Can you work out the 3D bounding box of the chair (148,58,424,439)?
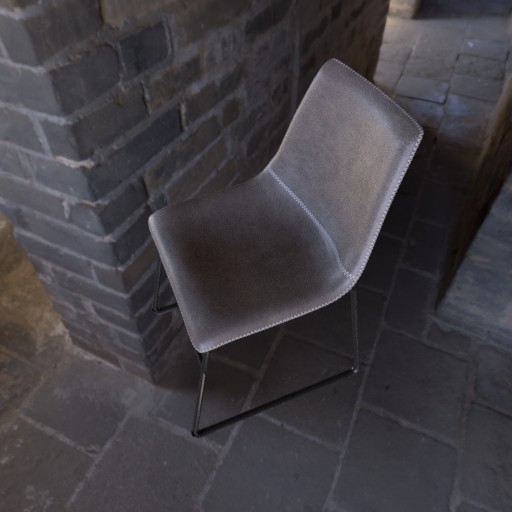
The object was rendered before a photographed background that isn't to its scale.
[{"bbox_3d":[0.000,0.000,1.107,0.550,0.780,0.460,-17,50,-15],"label":"chair"}]
